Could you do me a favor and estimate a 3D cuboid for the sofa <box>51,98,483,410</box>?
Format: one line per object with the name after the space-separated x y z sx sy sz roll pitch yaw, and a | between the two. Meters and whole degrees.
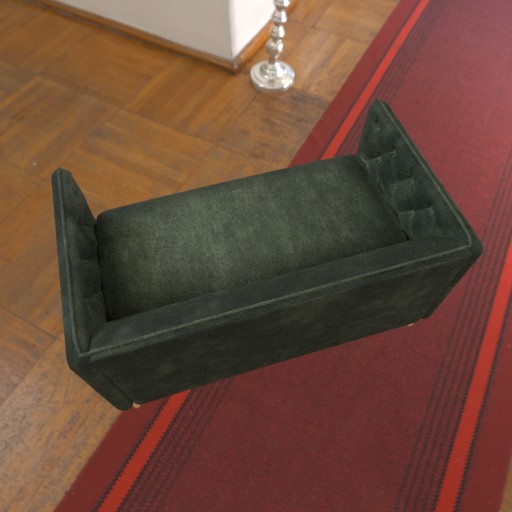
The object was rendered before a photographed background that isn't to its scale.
0.000 0.000 2.035 1.537 0.768 0.895 -15 60 -9 | sofa
